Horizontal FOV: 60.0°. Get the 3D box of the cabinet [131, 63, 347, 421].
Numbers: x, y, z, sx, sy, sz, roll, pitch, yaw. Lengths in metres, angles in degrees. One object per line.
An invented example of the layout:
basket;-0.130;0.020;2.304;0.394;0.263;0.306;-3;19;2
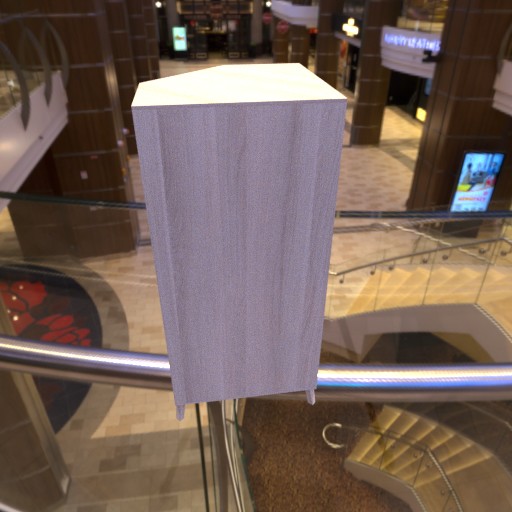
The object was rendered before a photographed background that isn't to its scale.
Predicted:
cabinet;0.000;0.000;2.657;0.969;1.957;1.272;22;38;30
